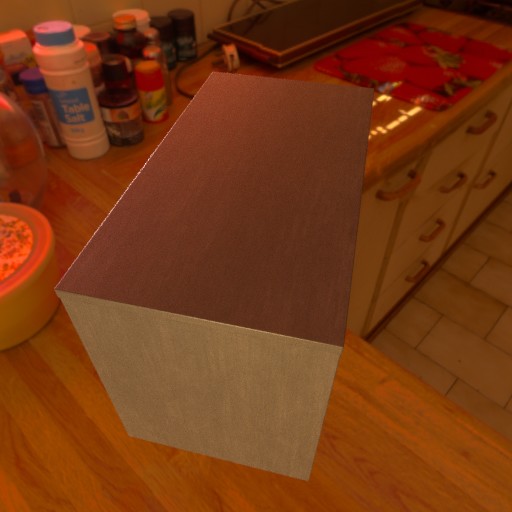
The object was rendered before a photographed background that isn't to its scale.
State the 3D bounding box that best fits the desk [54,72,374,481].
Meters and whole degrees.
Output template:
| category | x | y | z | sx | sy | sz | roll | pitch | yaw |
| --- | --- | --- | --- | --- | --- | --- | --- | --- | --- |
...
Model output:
| category | x | y | z | sx | sy | sz | roll | pitch | yaw |
| --- | --- | --- | --- | --- | --- | --- | --- | --- | --- |
| desk | 0.000 | 0.000 | 1.513 | 0.600 | 0.750 | 1.100 | 10 | 46 | 9 |
